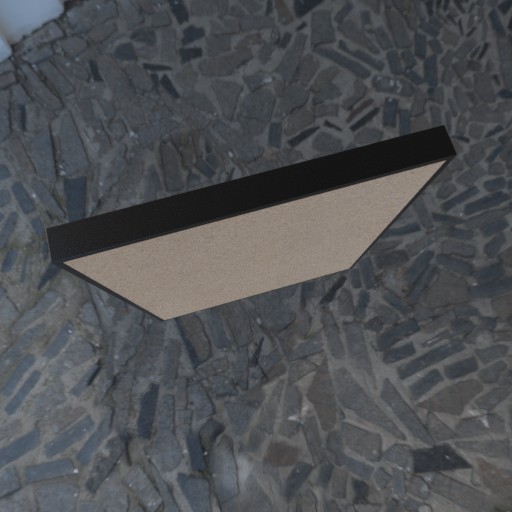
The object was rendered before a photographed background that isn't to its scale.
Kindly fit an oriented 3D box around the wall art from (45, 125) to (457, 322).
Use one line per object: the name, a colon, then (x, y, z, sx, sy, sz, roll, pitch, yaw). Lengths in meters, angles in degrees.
wall art: (0.000, 0.000, 0.741, 0.448, 0.551, 0.038, -15, 76, -4)
